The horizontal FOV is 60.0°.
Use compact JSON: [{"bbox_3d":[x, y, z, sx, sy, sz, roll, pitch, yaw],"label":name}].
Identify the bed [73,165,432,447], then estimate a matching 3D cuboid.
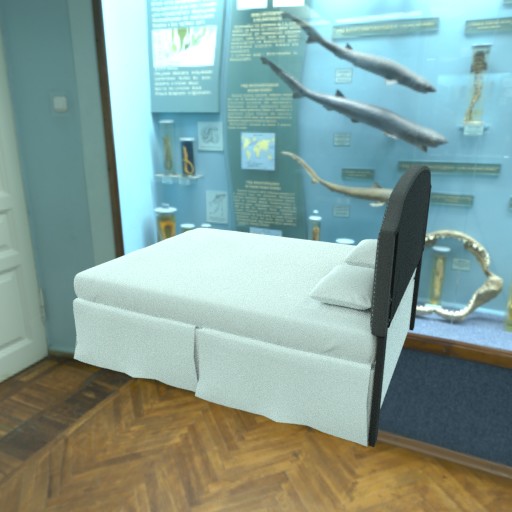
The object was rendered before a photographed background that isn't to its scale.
[{"bbox_3d":[0.000,0.000,2.995,1.999,1.270,1.558,8,19,25],"label":"bed"}]
